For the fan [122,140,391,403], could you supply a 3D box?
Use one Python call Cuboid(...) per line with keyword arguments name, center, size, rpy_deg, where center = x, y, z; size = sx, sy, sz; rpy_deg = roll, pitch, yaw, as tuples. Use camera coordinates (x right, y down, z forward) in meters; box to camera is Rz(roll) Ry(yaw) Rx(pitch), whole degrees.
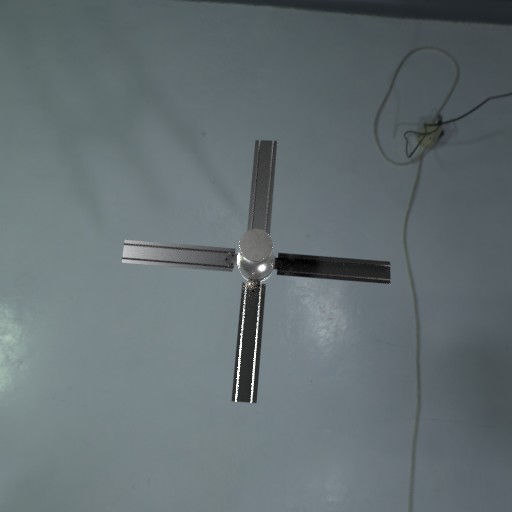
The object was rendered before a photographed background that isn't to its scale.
Cuboid(name="fan", center=(0.000, 0.000, 2.101), size=(1.346, 0.406, 1.346), rpy_deg=(3, 76, 1))
